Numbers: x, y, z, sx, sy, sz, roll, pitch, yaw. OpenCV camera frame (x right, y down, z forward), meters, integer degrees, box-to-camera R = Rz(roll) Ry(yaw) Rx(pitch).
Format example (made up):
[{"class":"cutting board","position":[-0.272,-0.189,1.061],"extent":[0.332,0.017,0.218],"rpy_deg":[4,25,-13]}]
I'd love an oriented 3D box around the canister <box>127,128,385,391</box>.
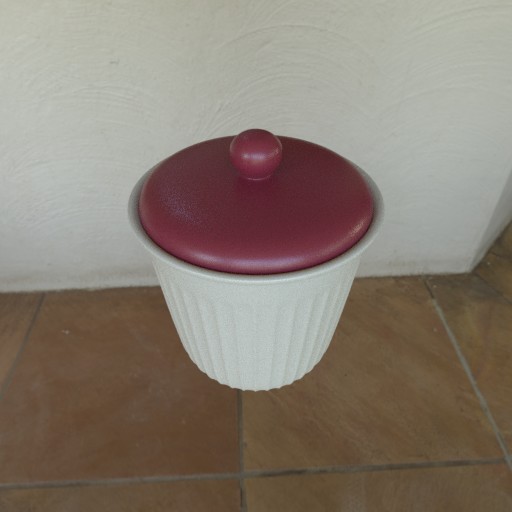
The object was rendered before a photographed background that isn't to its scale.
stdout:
[{"class":"canister","position":[0.000,0.000,0.356],"extent":[0.181,0.211,0.181],"rpy_deg":[0,41,0]}]
